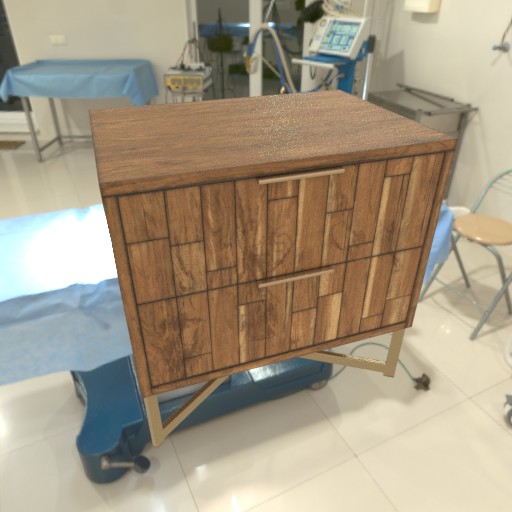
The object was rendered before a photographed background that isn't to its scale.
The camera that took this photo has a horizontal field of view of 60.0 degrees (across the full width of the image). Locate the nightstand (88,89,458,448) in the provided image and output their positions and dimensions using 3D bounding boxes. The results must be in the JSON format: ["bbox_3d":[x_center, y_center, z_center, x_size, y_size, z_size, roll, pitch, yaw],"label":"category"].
[{"bbox_3d":[0.000,0.000,1.027,0.610,0.610,0.446,-11,34,-16],"label":"nightstand"}]
